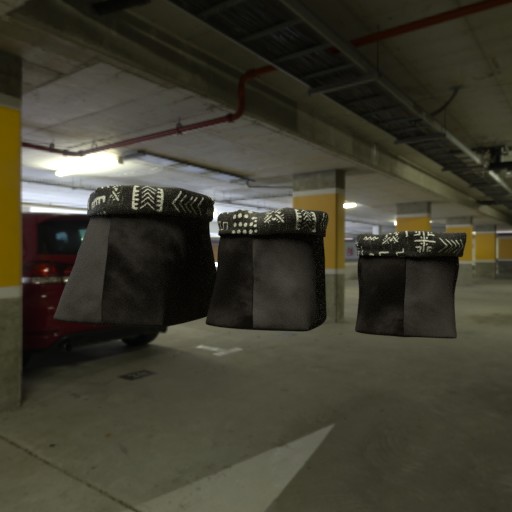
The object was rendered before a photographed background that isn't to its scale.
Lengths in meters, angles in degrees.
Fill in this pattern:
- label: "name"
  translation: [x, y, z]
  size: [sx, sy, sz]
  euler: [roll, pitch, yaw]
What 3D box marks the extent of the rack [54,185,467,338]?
- label: "rack"
  translation: [0.000, 0.000, 1.068]
  size: [0.905, 0.323, 0.379]
  euler: [0, 0, 18]
